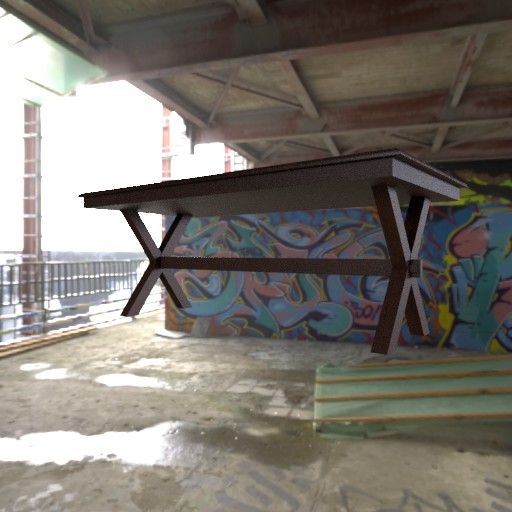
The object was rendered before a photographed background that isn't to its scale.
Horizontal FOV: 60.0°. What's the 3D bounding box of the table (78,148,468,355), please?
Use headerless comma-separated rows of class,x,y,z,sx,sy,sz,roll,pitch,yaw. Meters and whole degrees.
table,0.000,0.000,1.505,1.197,0.459,0.594,0,1,37
